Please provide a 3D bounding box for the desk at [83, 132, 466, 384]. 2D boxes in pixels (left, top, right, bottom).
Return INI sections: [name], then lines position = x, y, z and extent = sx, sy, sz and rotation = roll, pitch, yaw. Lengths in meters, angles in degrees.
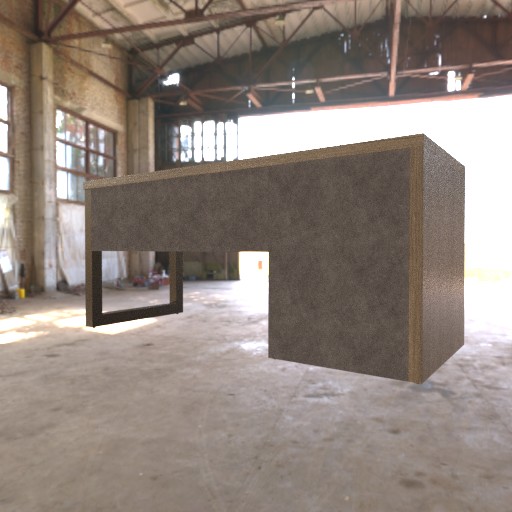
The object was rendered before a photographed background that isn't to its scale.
[desk]
position = 0.000, 0.000, 2.092
extent = 1.700, 0.760, 0.690
rotation = 1, 1, 35
